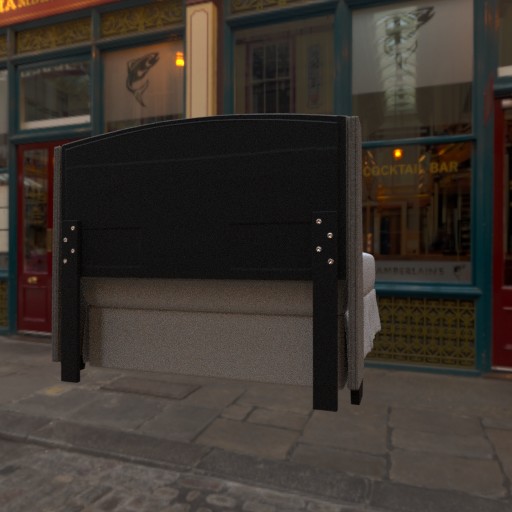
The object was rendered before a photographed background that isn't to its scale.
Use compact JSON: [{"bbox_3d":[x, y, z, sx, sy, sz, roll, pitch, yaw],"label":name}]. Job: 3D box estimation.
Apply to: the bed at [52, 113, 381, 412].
[{"bbox_3d":[0.000,0.000,3.283,1.710,1.407,2.237,0,0,19],"label":"bed"}]
